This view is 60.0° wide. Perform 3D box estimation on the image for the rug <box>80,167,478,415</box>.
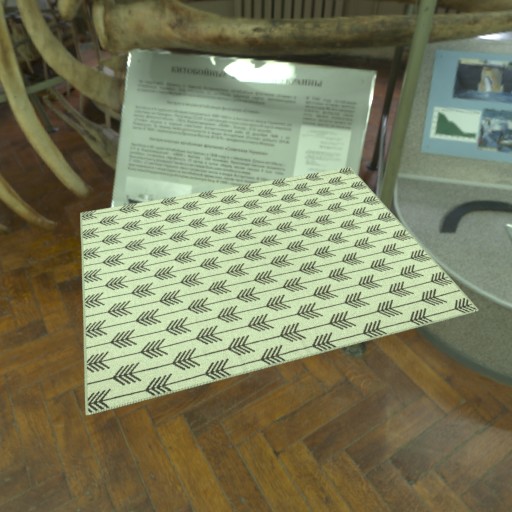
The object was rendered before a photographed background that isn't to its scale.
[{"bbox_3d":[0.000,0.000,4.069,3.061,0.010,2.330,-12,43,-13],"label":"rug"}]
